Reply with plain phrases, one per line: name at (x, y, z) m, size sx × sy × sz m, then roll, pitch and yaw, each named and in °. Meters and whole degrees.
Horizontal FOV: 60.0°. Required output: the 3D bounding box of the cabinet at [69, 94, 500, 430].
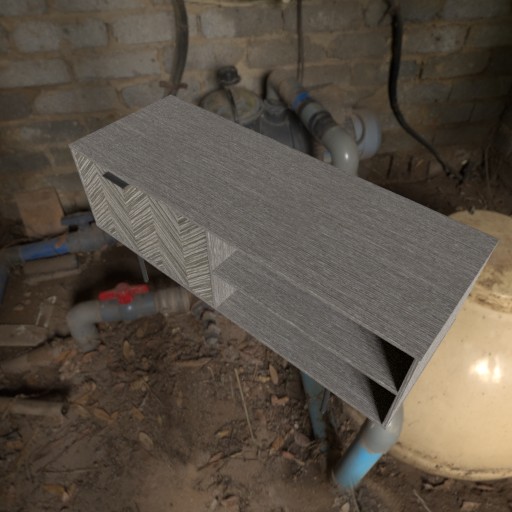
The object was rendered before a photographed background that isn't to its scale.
cabinet at (0.000, 0.000, 1.570) m, size 1.300 × 0.599 × 0.500 m, roll 31°, pitch 54°, yaw 26°
